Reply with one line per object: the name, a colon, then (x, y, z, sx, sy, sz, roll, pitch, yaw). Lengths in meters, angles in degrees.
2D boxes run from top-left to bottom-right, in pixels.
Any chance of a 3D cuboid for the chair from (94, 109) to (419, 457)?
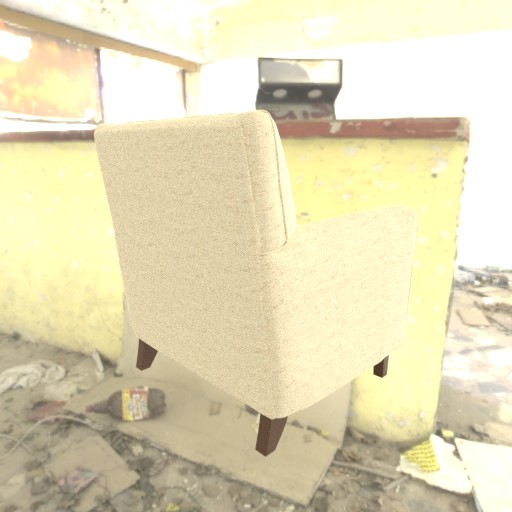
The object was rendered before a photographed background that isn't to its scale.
chair: (0.000, 0.000, 1.629, 0.823, 0.943, 0.870, -13, 19, -42)
